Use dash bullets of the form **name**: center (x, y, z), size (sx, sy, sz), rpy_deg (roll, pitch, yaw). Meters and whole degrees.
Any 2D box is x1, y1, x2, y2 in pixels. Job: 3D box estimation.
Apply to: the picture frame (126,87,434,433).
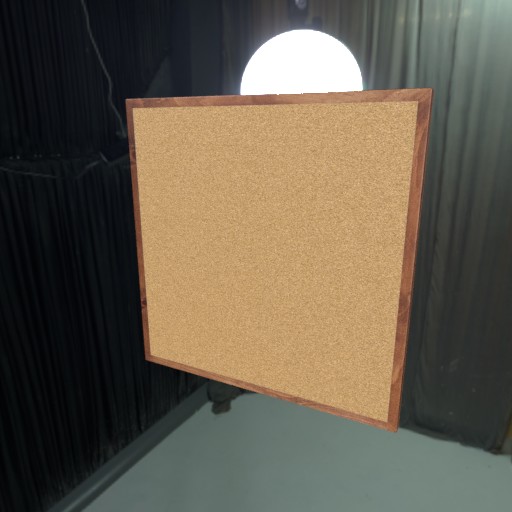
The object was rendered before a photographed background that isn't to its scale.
- **picture frame**: center (0.000, 0.000, 1.191), size (0.810, 0.817, 0.029), rpy_deg (8, 18, 26)
